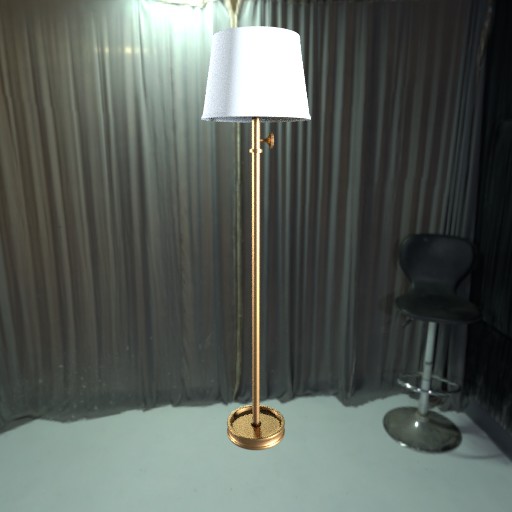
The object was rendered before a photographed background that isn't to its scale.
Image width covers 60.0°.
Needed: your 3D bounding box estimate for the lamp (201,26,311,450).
[{"bbox_3d":[0.000,0.000,0.786,0.178,0.710,0.178,0,14,0],"label":"lamp"}]
